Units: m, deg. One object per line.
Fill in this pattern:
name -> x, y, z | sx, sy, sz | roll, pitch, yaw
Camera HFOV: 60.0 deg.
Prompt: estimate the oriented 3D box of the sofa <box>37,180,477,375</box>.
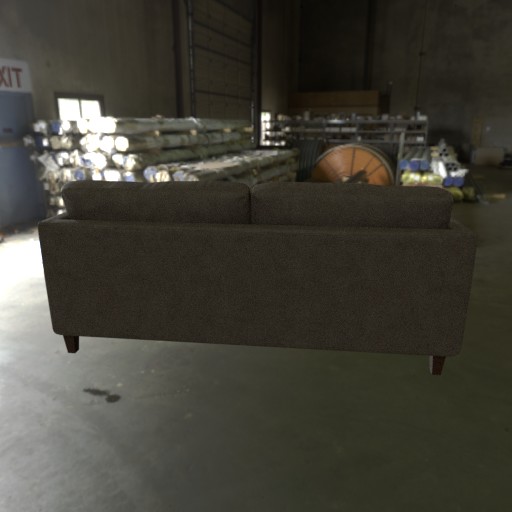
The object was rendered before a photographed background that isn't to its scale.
sofa -> 0.000, 0.000, 2.685 | 2.208, 0.965, 0.951 | 2, 17, 6
